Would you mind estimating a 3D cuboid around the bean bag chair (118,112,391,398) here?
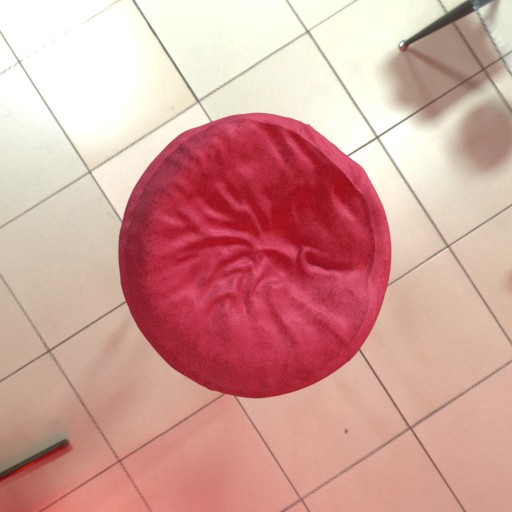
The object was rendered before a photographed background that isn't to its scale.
[{"bbox_3d":[0.000,0.000,1.997,1.218,0.788,1.218,0,89,-1],"label":"bean bag chair"}]
